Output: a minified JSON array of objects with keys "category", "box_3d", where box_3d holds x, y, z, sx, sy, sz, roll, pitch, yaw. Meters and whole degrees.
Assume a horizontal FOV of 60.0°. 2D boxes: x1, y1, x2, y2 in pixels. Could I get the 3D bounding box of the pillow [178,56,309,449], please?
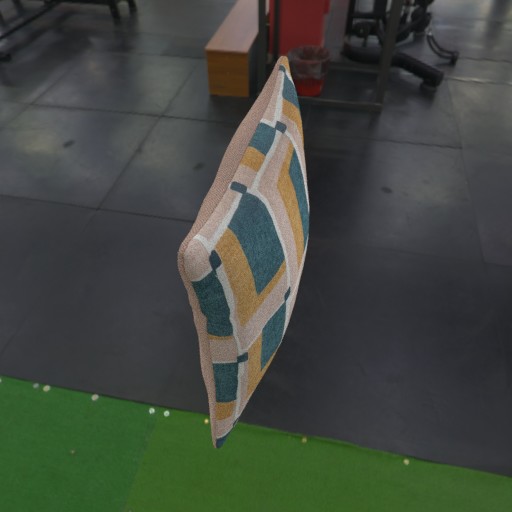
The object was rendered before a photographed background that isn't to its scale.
[{"category":"pillow","box_3d":[0.000,0.000,0.743,0.158,0.479,0.478,10,47,10]}]
